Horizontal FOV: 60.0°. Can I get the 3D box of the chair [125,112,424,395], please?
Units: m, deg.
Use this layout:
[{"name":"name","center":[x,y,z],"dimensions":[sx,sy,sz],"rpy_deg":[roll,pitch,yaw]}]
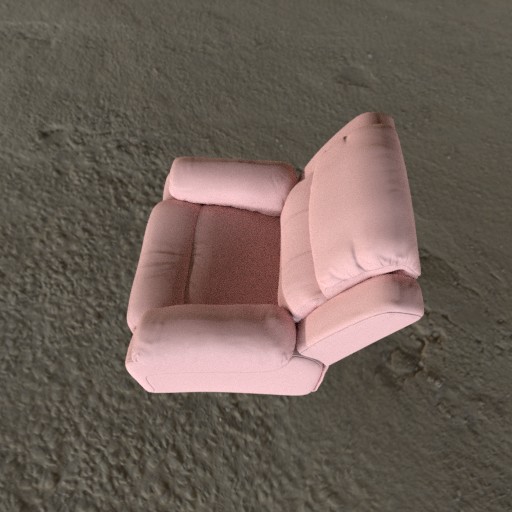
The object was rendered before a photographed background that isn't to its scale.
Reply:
[{"name":"chair","center":[0.000,0.000,1.257],"dimensions":[0.709,0.702,0.680],"rpy_deg":[3,57,2]}]
